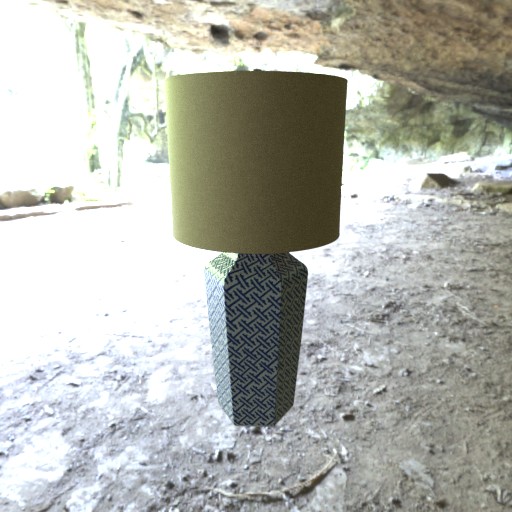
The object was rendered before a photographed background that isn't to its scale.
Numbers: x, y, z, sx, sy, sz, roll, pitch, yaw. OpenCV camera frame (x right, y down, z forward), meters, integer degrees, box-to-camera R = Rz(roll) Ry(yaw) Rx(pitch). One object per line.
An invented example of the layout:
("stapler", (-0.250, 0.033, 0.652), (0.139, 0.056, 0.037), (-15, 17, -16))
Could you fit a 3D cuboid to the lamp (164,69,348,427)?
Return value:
("lamp", (0.000, 0.000, 0.874), (0.320, 0.682, 0.320), (2, 16, 7))
